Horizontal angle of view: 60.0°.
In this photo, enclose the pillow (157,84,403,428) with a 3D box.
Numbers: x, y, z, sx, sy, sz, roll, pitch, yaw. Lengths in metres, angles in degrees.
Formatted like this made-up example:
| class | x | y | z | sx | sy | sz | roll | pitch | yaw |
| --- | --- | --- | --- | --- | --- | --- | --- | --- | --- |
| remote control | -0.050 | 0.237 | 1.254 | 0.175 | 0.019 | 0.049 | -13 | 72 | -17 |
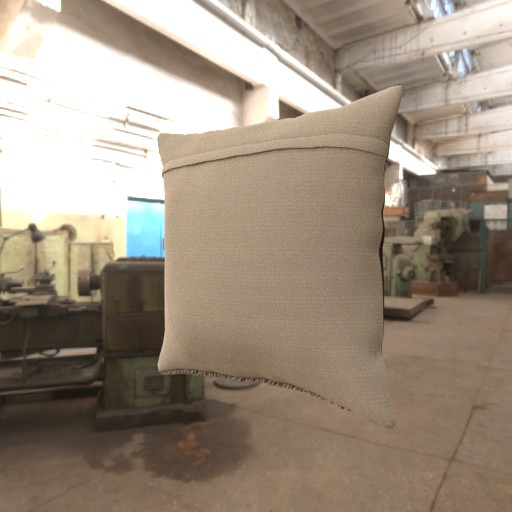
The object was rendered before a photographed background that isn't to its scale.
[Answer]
| class | x | y | z | sx | sy | sz | roll | pitch | yaw |
| --- | --- | --- | --- | --- | --- | --- | --- | --- | --- |
| pillow | 0.000 | 0.000 | 0.733 | 0.475 | 0.473 | 0.178 | 1 | 2 | 35 |
